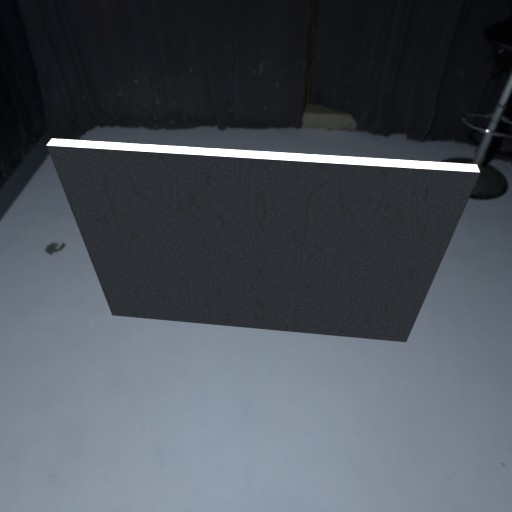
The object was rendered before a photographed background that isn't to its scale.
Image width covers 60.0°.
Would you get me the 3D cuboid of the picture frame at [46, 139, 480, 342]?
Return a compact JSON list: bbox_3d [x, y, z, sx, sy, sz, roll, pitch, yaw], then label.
[{"bbox_3d":[0.000,0.000,1.206,0.950,0.640,0.029,5,46,4],"label":"picture frame"}]
